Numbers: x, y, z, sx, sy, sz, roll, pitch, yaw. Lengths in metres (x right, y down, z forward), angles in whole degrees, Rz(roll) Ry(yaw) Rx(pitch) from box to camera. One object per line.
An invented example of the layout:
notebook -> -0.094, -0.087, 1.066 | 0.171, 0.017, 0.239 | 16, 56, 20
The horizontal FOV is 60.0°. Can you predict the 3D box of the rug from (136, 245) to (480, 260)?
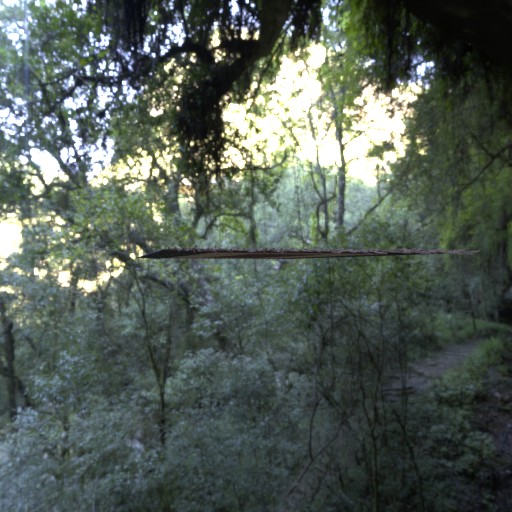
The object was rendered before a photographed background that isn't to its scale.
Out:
rug -> 0.000, 0.000, 2.508 | 1.224, 0.027, 2.021 | 0, -1, -18
